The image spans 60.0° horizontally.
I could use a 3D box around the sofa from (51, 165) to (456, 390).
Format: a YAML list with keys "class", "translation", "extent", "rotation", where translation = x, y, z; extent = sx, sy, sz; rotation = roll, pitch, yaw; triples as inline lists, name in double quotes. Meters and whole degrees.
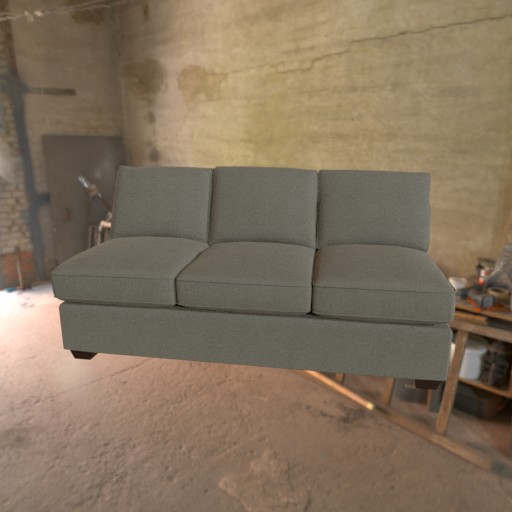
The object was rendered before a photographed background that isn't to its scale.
- class: "sofa"
  translation: [0.000, 0.000, 2.712]
  extent: [2.092, 1.036, 1.127]
  rotation: [2, 15, 9]
